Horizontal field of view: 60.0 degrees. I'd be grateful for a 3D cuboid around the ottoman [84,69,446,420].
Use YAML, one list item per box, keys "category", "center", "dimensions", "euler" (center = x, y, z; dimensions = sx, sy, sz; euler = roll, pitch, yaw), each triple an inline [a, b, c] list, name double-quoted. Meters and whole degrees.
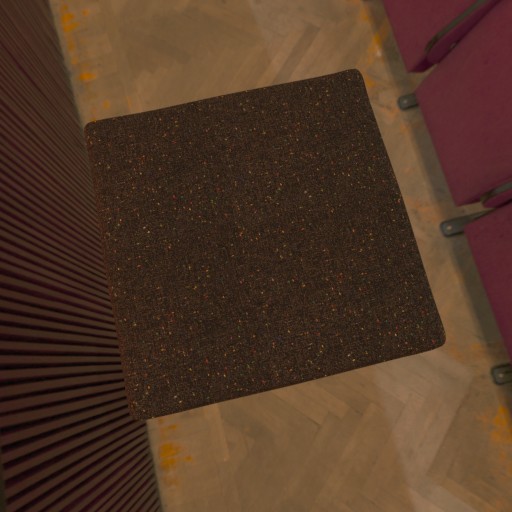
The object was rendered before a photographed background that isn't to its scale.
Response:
- category: "ottoman"
  center: [0.000, 0.000, 0.906]
  dimensions: [0.508, 0.432, 0.508]
  euler: [-13, 77, -3]
